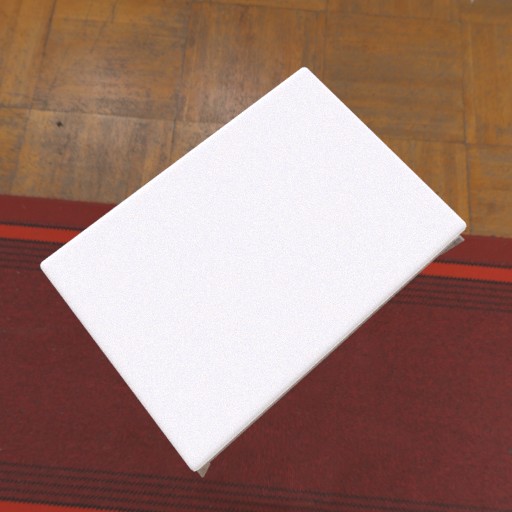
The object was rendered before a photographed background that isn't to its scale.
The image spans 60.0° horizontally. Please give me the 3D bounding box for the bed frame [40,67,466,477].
[{"bbox_3d":[0.000,0.000,2.614,1.945,0.497,1.445,-39,79,-10],"label":"bed frame"}]
